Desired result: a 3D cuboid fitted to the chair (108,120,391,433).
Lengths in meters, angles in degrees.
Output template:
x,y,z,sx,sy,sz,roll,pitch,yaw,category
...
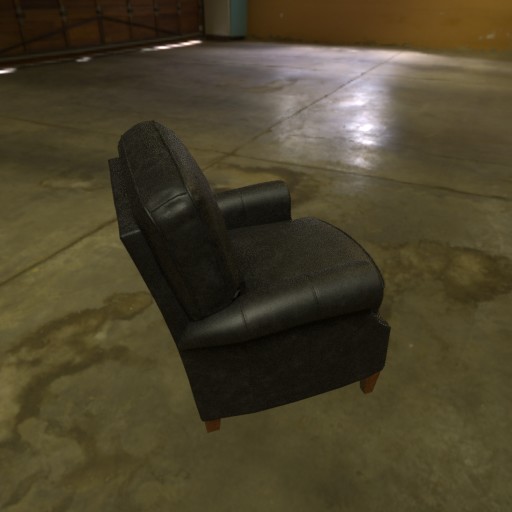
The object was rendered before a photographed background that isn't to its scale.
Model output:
x,y,z,sx,sy,sz,roll,pitch,yaw,category
0.000,0.000,1.748,0.986,1.018,0.936,-10,32,-16,chair
